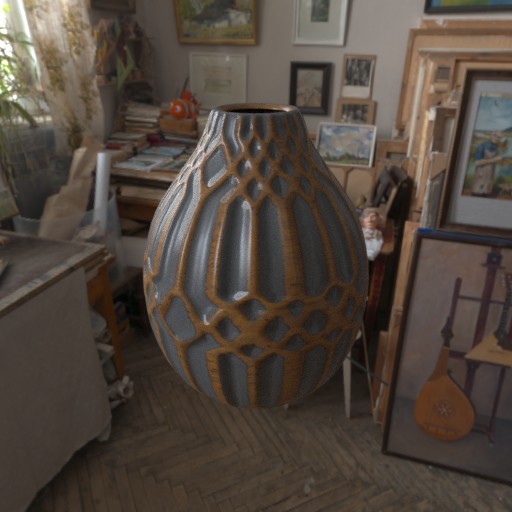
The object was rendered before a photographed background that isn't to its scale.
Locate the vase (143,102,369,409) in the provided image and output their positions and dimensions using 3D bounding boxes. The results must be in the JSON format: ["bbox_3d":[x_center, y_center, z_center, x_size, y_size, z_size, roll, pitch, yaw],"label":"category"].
[{"bbox_3d":[0.000,0.000,0.137,0.069,0.088,0.069,0,26,0],"label":"vase"}]
